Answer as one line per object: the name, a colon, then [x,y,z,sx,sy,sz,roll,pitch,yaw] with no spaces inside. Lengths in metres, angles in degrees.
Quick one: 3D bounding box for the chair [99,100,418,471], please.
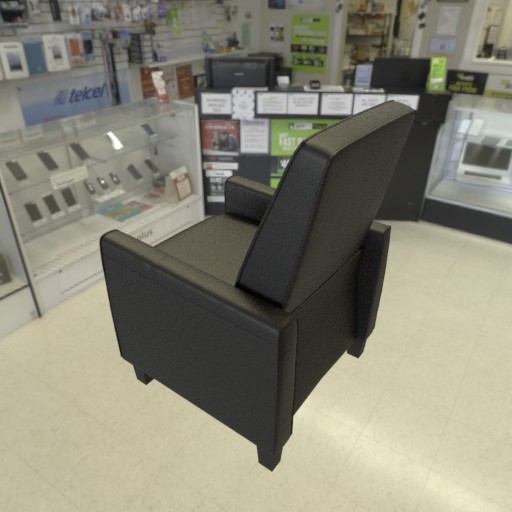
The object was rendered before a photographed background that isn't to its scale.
chair: [0.000,0.000,1.476,0.746,1.013,0.705,21,37,31]
